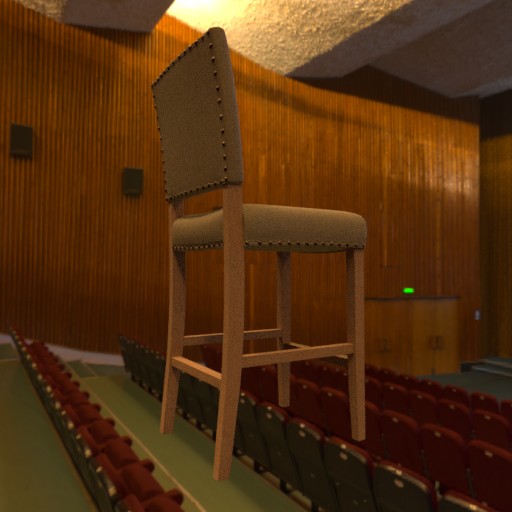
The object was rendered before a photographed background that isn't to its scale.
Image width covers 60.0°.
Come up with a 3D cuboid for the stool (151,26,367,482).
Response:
[{"bbox_3d":[0.000,0.000,1.450,0.585,1.173,0.445,1,-1,-33],"label":"stool"}]
